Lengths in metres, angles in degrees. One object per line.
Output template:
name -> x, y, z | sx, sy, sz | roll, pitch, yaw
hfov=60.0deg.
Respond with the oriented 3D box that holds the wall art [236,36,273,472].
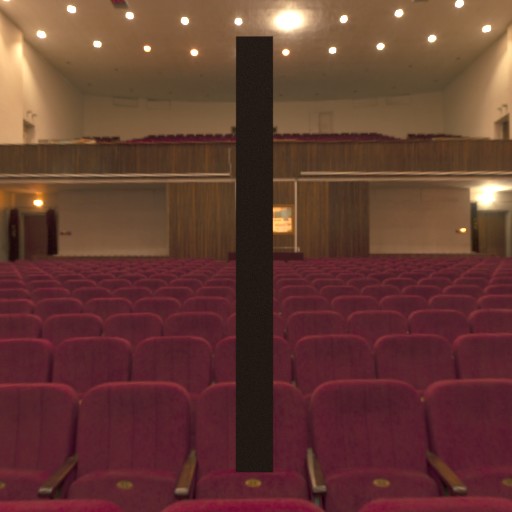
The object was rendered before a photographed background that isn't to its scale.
wall art -> 0.000, 0.000, 0.528 | 0.028, 0.325, 0.397 | 0, -1, 0
